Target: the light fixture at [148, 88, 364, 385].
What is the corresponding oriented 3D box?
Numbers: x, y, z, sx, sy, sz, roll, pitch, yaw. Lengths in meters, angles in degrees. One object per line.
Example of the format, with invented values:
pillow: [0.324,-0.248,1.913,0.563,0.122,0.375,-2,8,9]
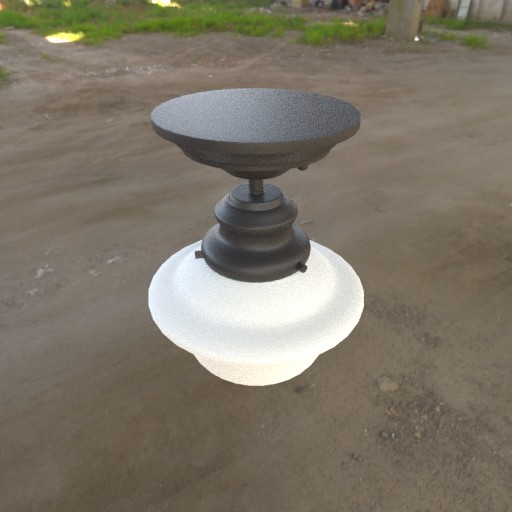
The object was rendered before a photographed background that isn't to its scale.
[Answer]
light fixture: [0.000,0.000,0.394,0.197,0.254,0.197,0,32,0]
